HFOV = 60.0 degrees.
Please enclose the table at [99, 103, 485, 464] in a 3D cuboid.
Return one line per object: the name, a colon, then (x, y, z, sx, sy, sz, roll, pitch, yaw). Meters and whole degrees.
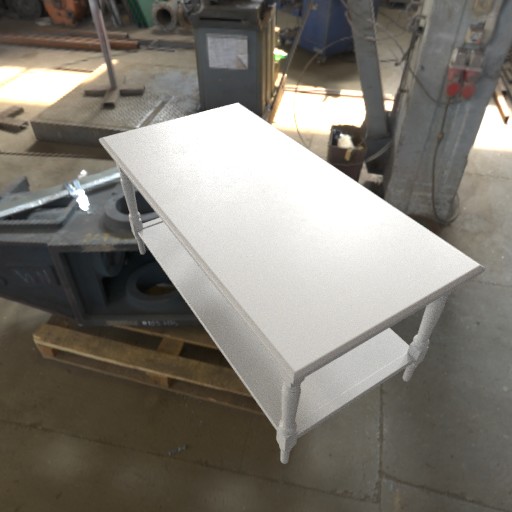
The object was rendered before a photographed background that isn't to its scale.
table: (0.000, 0.000, 1.426, 0.551, 0.506, 1.109, -23, 47, -24)
